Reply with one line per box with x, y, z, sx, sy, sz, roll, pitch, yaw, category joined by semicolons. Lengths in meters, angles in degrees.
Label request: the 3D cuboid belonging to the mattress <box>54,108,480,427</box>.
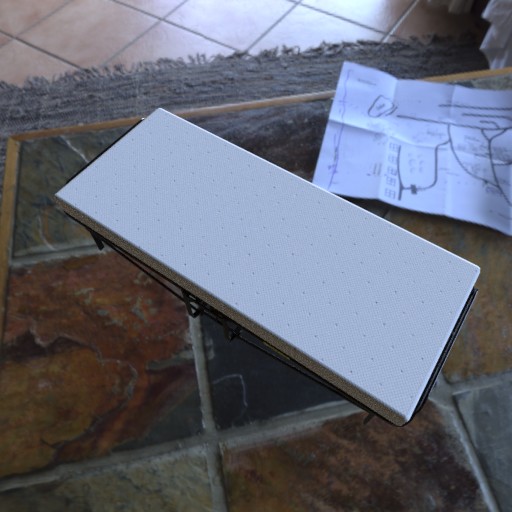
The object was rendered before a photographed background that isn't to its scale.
0.000;0.000;2.502;2.153;0.519;0.922;30;63;17;mattress
